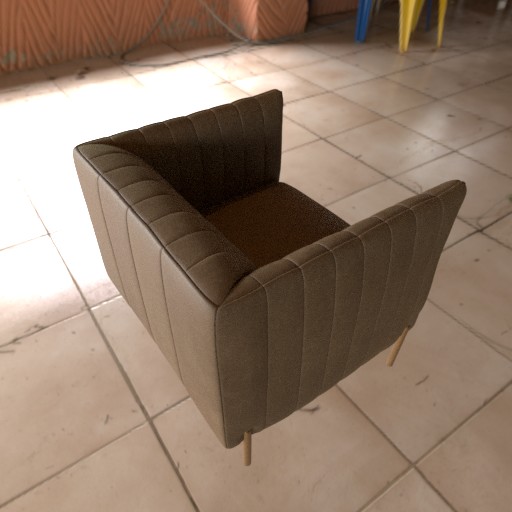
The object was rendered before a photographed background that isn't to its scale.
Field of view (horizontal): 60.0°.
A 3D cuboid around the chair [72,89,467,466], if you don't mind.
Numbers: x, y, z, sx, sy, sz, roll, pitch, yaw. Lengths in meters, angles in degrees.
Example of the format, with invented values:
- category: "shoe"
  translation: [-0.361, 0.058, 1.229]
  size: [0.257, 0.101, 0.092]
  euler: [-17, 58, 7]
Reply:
- category: "chair"
  translation: [0.000, 0.000, 1.601]
  size: [0.876, 0.779, 0.981]
  euler: [-25, 47, -26]
